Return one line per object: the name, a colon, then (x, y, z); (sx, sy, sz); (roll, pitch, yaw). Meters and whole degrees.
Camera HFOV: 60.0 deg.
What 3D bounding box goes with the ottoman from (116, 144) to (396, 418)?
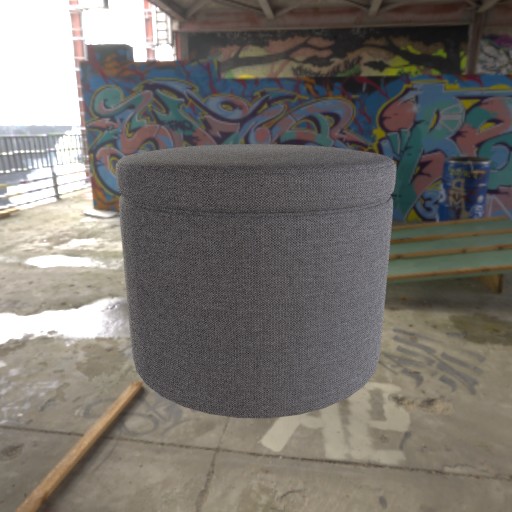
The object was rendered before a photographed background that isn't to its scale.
ottoman: (0.000, 0.000, 0.874); (0.500, 0.419, 0.500); (0, 17, 0)
